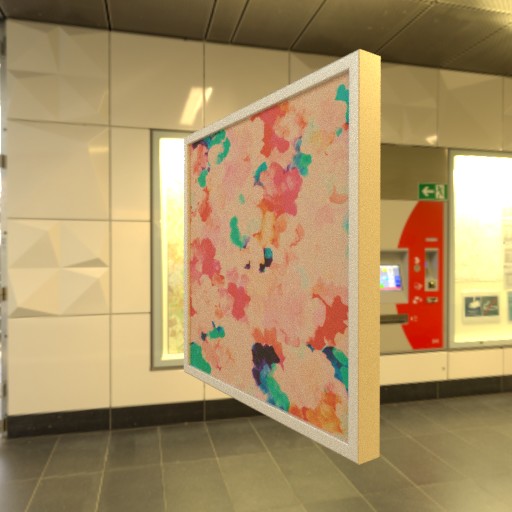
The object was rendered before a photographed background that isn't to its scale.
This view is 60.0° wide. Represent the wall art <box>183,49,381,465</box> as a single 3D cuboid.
[{"bbox_3d":[0.000,0.000,0.759,0.038,0.505,0.506,0,1,-34],"label":"wall art"}]
